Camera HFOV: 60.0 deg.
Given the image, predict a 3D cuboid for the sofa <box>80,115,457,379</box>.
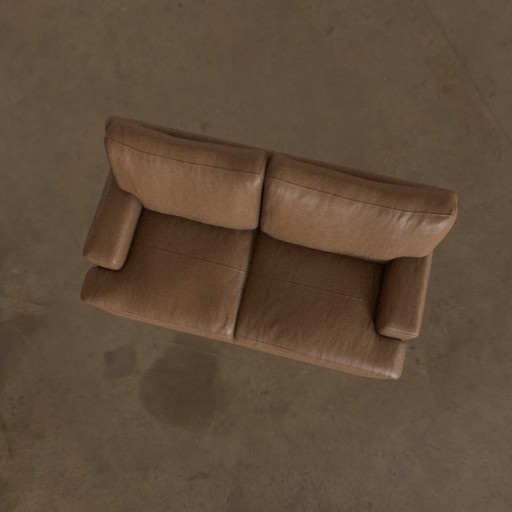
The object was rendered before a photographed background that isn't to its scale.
[{"bbox_3d":[0.000,0.000,2.439,1.855,0.980,0.962,13,77,3],"label":"sofa"}]
